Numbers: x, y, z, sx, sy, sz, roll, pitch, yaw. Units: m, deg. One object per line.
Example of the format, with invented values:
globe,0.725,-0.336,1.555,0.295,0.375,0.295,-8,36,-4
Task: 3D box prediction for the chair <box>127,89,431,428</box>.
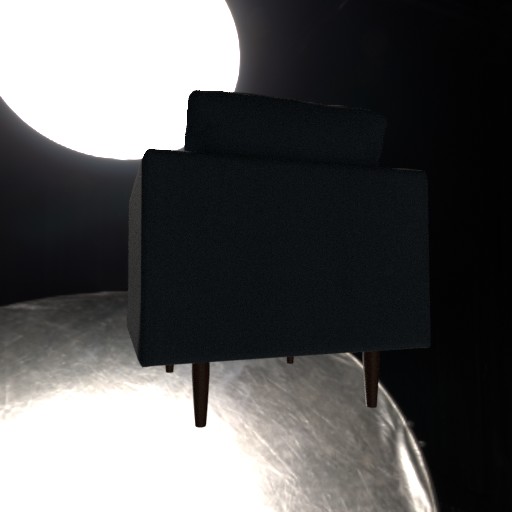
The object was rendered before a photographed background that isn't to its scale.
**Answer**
chair,0.000,0.000,1.574,0.855,0.922,0.820,0,-2,-18
